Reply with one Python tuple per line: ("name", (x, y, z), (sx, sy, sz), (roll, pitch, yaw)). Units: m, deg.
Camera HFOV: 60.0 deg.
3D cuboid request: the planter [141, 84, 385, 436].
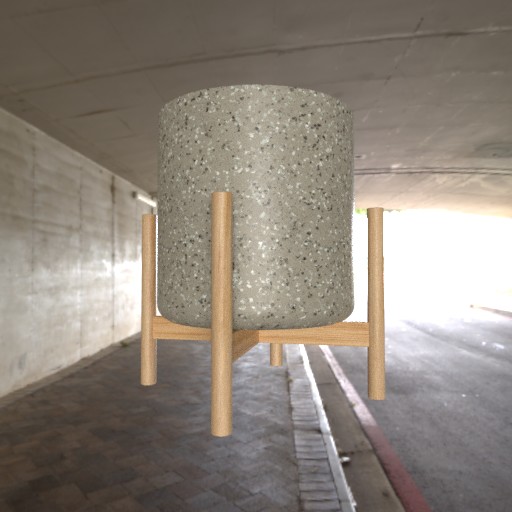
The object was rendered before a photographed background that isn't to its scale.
("planter", (0.000, 0.000, 0.696), (0.360, 0.419, 0.360), (-1, -2, 35))
